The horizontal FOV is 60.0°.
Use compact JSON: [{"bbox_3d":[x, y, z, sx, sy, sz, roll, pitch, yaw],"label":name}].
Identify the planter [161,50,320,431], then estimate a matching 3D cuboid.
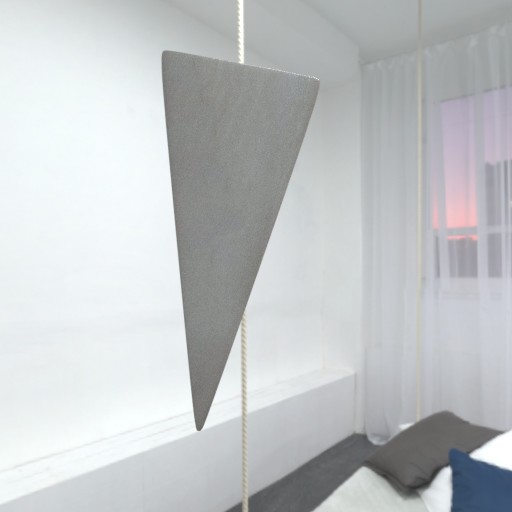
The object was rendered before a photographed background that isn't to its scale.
[{"bbox_3d":[0.000,0.000,0.159,0.047,0.130,0.058,-1,-2,19],"label":"planter"}]
